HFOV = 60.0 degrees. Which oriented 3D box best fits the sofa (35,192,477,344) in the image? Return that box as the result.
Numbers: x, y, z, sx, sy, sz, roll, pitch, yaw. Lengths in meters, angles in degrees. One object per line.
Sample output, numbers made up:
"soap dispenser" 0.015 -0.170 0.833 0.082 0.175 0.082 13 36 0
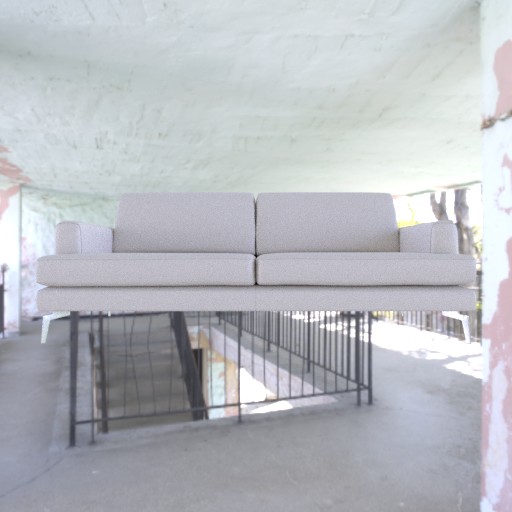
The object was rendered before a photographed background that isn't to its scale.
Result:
"sofa" 0.000 0.000 2.401 1.940 0.765 0.974 0 0 0
